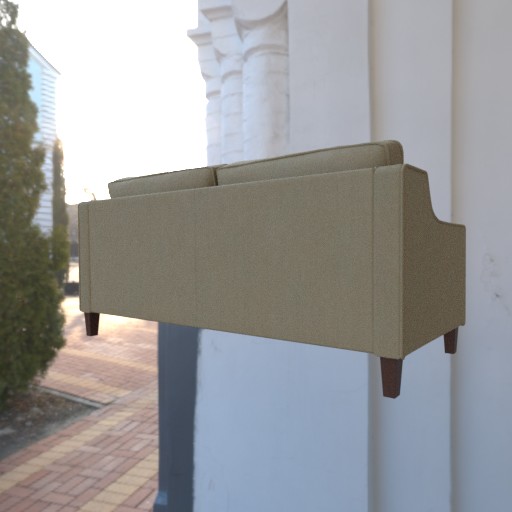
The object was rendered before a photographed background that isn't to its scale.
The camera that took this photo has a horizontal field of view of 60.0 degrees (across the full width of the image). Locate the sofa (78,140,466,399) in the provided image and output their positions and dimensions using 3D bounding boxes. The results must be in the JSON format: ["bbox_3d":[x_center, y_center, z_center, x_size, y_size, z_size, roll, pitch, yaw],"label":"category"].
[{"bbox_3d":[0.000,0.000,2.721,2.178,1.071,1.066,1,1,37],"label":"sofa"}]
